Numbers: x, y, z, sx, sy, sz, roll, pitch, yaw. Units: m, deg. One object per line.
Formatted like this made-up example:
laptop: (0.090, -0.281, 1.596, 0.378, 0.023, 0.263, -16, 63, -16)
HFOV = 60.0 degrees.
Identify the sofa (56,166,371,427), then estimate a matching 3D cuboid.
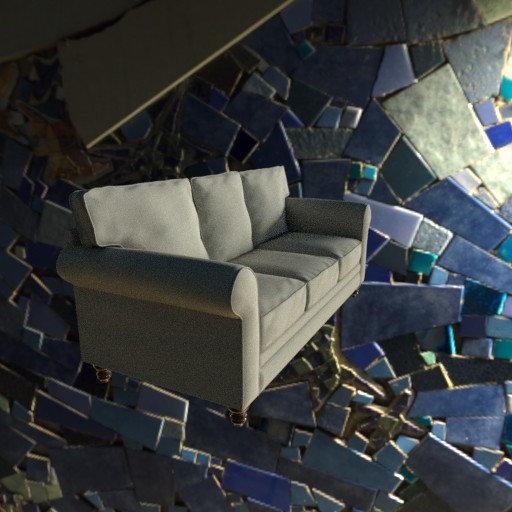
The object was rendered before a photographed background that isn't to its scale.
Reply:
sofa: (0.000, 0.000, 2.650, 0.916, 0.961, 2.084, 7, 16, 26)
